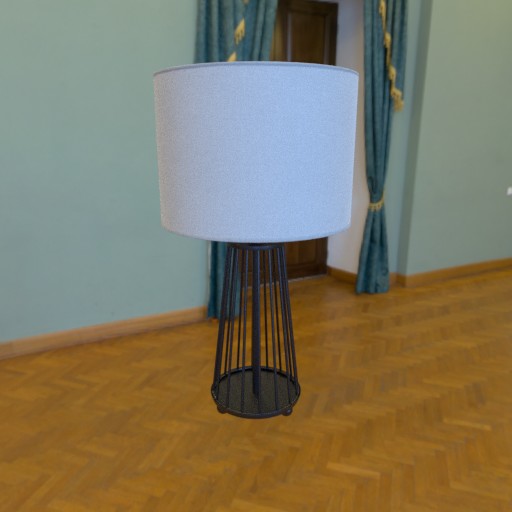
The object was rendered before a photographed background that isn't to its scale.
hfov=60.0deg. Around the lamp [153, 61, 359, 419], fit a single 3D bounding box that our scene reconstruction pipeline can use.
[{"bbox_3d":[0.000,0.000,0.788,0.322,0.593,0.322,-8,17,-27],"label":"lamp"}]
